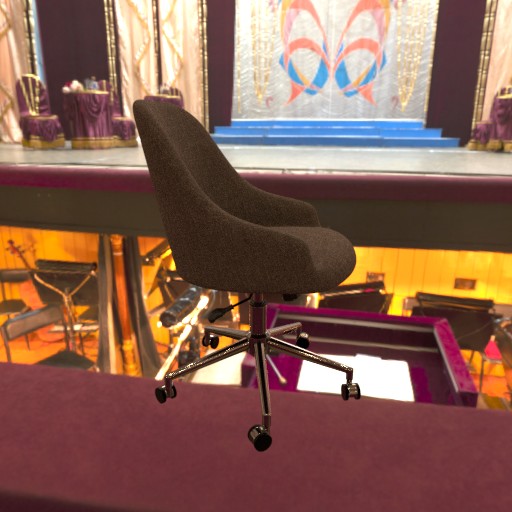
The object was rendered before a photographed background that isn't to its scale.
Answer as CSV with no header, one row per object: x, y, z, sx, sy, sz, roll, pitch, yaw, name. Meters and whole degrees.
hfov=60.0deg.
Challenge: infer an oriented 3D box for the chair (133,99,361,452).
0.000,0.000,1.424,0.712,0.950,0.671,3,17,9,chair
